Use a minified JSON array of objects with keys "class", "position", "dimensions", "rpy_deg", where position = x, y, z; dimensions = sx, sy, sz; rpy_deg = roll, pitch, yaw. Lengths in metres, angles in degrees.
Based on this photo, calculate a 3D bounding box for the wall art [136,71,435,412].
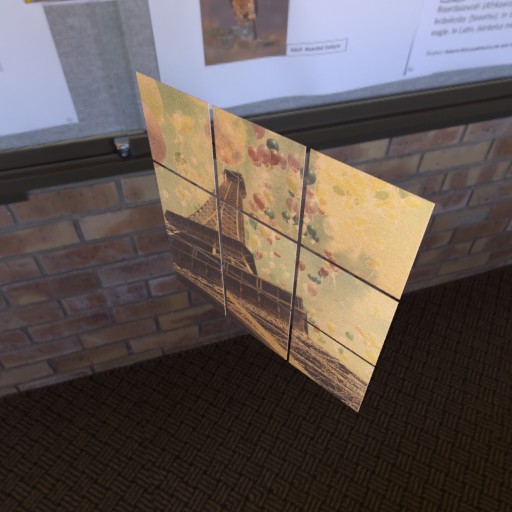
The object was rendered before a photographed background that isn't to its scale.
[{"class":"wall art","position":[0.000,0.000,2.306],"dimensions":[1.517,1.505,0.002],"rpy_deg":[32,54,27]}]
